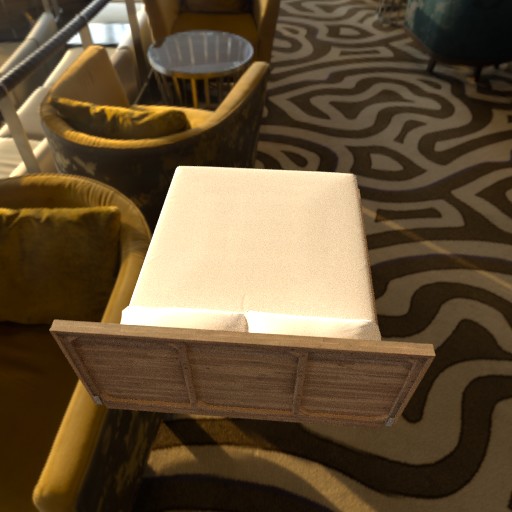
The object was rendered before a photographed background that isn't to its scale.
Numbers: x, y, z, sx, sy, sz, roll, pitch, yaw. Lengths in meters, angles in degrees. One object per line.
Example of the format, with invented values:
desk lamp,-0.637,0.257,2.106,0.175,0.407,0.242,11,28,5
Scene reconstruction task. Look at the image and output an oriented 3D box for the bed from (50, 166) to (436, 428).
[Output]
bed,0.000,0.000,3.130,1.759,1.071,2.145,3,46,3
